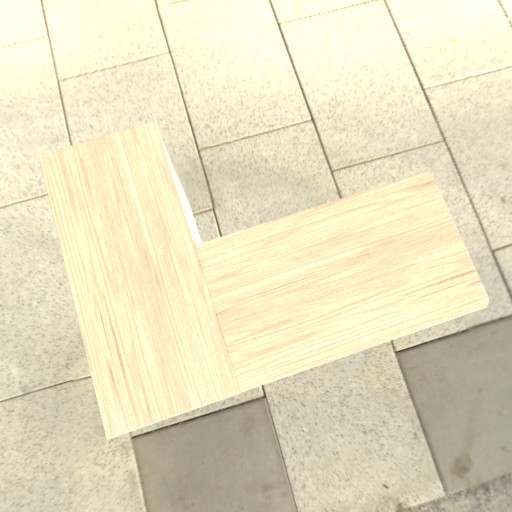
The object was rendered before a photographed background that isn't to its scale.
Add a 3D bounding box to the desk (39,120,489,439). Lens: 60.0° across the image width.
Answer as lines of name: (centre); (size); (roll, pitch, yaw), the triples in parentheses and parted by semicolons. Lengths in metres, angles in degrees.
desk: (0.000, 0.000, 1.733); (1.170, 0.760, 0.900); (-18, 77, -4)
